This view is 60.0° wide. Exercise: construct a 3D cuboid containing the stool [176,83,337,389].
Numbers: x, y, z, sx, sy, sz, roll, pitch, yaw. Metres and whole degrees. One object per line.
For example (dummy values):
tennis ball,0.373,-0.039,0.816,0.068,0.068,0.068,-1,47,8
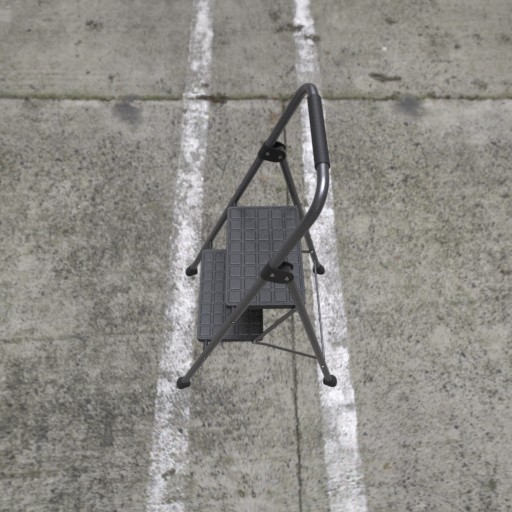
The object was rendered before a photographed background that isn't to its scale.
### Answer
stool,0.000,0.000,1.155,0.514,0.872,0.450,-1,58,0
